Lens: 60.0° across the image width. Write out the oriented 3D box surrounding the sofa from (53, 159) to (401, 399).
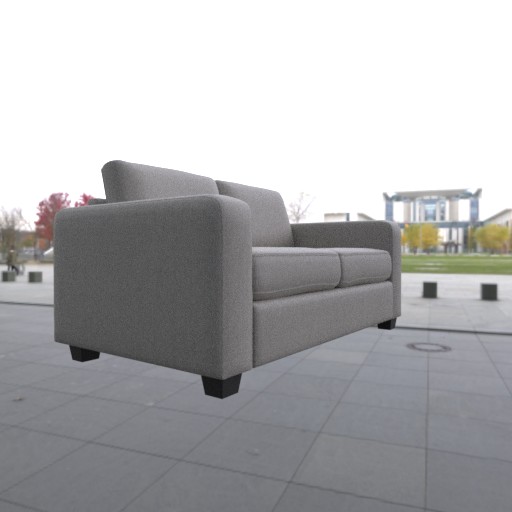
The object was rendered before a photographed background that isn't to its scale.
[{"bbox_3d":[0.000,0.000,2.097,0.900,0.800,1.540,1,1,36],"label":"sofa"}]
